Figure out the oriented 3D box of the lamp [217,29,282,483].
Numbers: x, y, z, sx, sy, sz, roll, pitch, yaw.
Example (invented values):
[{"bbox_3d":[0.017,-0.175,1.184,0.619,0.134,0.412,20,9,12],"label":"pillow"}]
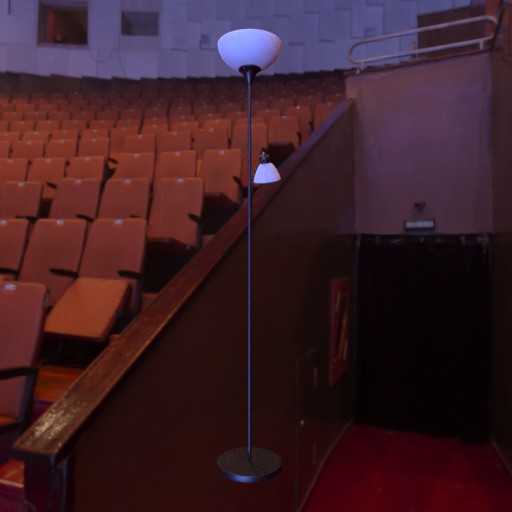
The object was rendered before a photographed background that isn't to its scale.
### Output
[{"bbox_3d":[0.000,0.000,1.973,0.279,1.804,0.442,0,0,19],"label":"lamp"}]
